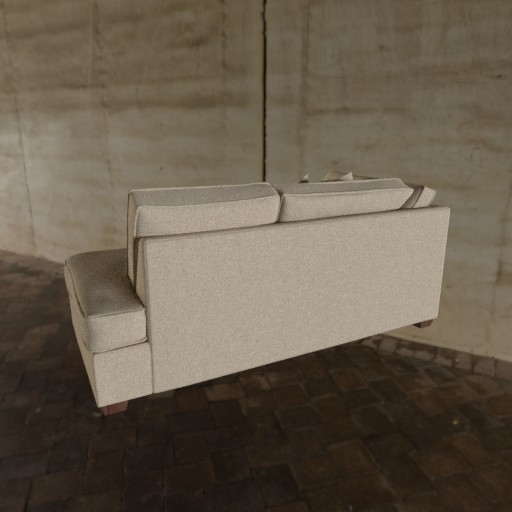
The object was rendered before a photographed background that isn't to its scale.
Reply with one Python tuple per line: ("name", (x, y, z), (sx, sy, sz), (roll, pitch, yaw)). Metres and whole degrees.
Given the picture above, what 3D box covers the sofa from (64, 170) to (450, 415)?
("sofa", (0.000, 0.000, 2.847), (2.237, 1.033, 1.110), (-8, 18, -27))
